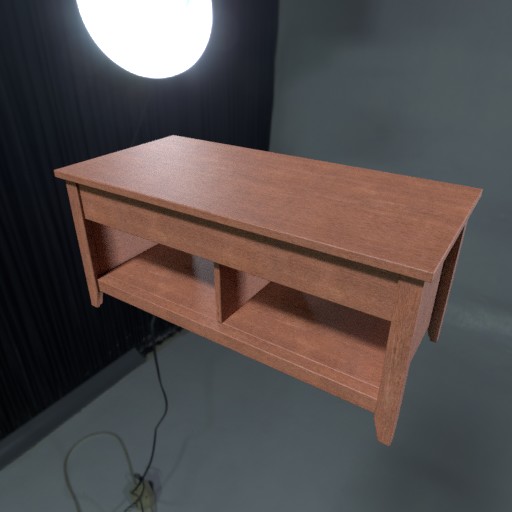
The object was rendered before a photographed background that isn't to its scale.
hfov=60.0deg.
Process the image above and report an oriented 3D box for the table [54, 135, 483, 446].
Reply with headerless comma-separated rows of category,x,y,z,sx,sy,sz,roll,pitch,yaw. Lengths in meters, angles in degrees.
table,0.000,0.000,1.263,1.016,0.457,0.483,17,33,29
